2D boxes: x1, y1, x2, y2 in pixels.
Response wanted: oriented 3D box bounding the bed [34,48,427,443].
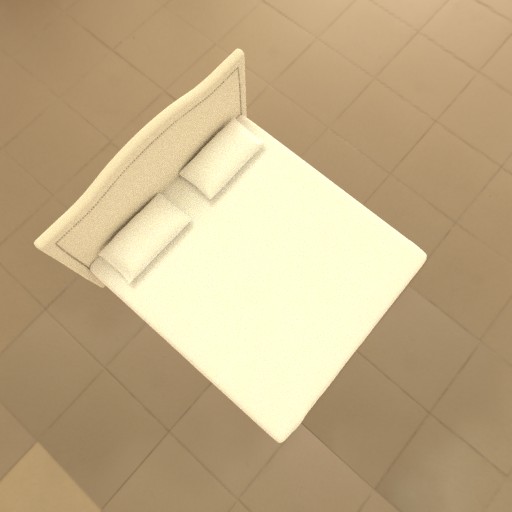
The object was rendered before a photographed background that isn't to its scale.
[{"bbox_3d":[0.000,0.000,3.557,2.182,1.421,2.083,40,78,10],"label":"bed"}]
